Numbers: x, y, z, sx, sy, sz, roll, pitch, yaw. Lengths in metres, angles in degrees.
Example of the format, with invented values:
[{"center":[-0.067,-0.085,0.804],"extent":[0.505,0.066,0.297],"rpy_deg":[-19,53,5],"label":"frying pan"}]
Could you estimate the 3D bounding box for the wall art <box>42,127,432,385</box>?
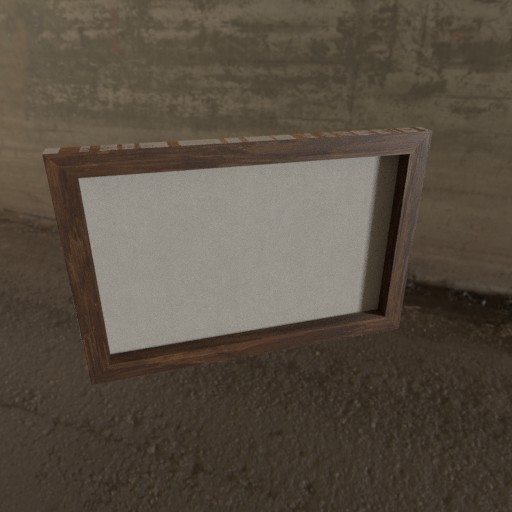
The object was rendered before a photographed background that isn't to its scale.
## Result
[{"center":[0.000,0.000,0.776],"extent":[0.609,0.405,0.035],"rpy_deg":[-7,27,-14],"label":"wall art"}]
